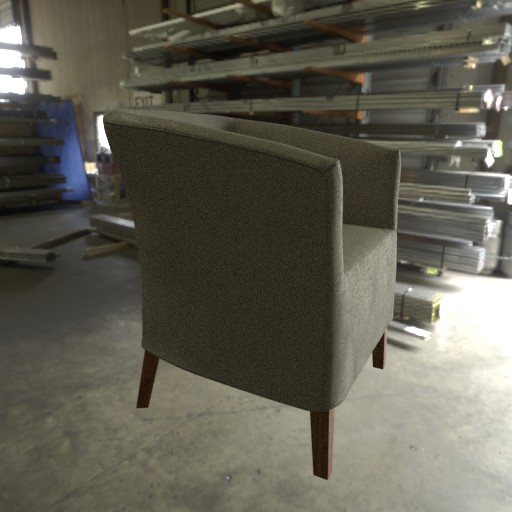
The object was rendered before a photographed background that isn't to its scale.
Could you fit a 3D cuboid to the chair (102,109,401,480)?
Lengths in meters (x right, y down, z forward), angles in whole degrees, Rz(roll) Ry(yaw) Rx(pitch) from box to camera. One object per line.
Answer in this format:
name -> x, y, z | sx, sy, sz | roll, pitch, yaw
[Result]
chair -> 0.000, 0.000, 1.213 | 0.668, 0.771, 0.600 | 8, 17, 27
